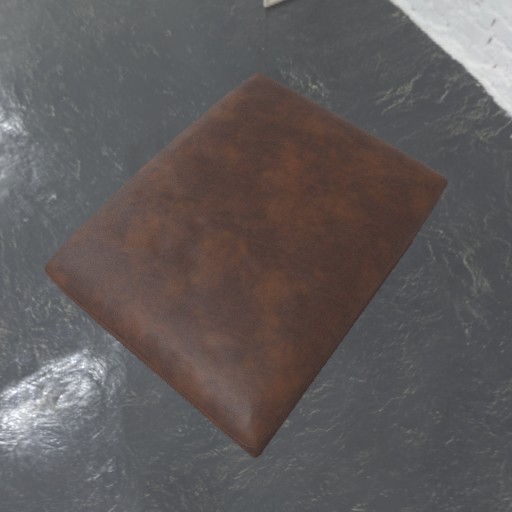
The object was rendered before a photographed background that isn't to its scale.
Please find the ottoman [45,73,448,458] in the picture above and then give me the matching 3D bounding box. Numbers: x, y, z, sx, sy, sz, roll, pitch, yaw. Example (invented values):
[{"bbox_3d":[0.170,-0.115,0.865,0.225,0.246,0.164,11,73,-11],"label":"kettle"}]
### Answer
[{"bbox_3d":[0.000,0.000,1.123,0.586,0.486,0.742,35,69,16],"label":"ottoman"}]
